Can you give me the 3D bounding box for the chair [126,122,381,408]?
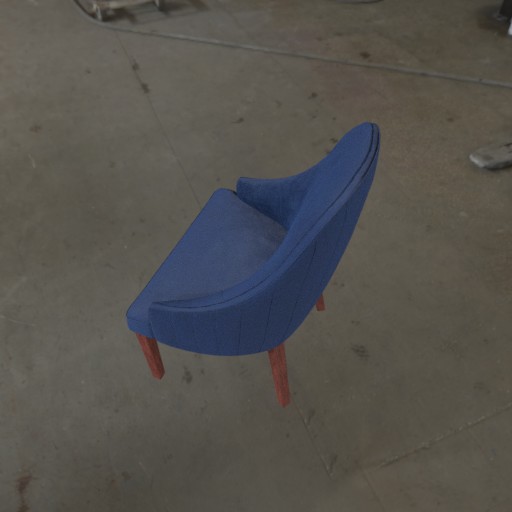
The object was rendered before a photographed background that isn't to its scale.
[{"bbox_3d":[0.000,0.000,1.359,0.575,0.889,0.643,17,50,15],"label":"chair"}]
